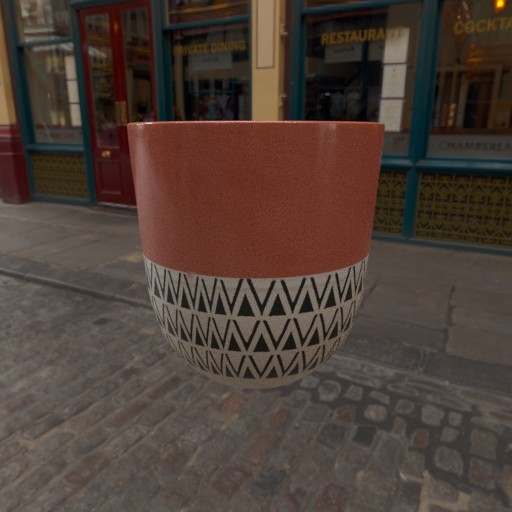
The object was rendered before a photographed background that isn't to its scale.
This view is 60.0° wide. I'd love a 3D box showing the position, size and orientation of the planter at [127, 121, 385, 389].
[{"bbox_3d":[0.000,0.000,0.376,0.195,0.214,0.195,0,15,0],"label":"planter"}]
